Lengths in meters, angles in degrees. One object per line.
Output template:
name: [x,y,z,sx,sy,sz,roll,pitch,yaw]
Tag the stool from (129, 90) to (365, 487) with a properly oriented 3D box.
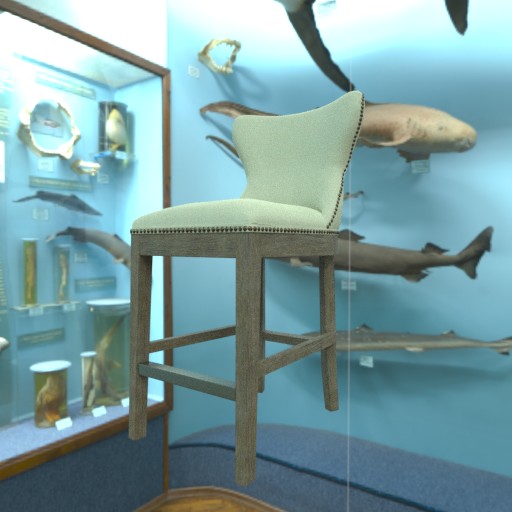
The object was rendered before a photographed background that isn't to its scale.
stool: [0.000,0.000,1.301,0.498,0.981,0.608,1,2,37]
